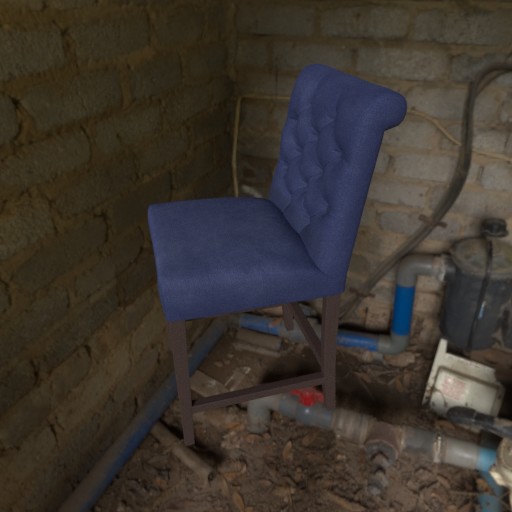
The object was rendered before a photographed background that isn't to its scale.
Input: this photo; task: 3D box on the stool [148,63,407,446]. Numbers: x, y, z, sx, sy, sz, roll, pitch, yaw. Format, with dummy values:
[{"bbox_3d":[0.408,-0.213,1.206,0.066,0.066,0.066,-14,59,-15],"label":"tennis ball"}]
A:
[{"bbox_3d":[0.000,0.000,1.344,0.601,1.010,0.493,-8,32,-13],"label":"stool"}]
